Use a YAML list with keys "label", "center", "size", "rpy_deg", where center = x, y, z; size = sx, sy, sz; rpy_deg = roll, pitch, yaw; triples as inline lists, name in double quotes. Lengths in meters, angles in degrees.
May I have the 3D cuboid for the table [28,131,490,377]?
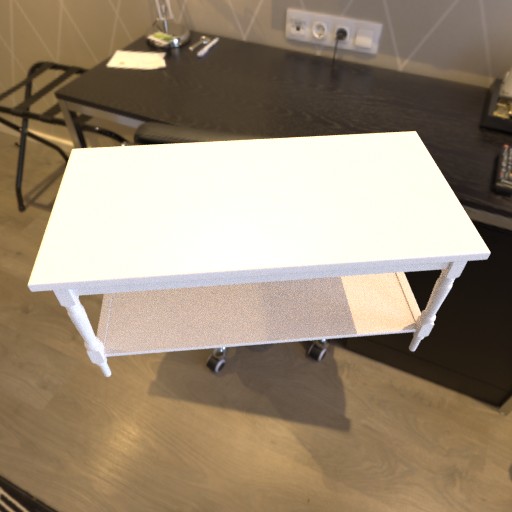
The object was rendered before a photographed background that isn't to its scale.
- label: "table"
  center: [0.000, 0.000, 1.423]
  size: [1.107, 0.510, 0.550]
  rpy_deg: [-4, 47, -4]
